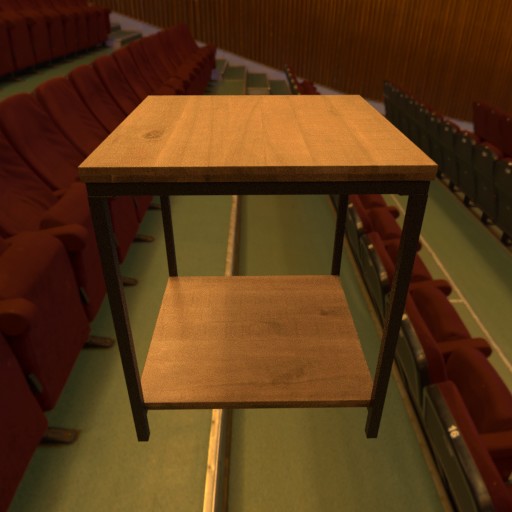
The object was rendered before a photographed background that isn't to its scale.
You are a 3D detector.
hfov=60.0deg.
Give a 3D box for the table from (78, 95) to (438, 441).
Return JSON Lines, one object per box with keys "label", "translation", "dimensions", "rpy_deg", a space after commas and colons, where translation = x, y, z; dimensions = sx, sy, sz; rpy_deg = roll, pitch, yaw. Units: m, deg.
{"label": "table", "translation": [0.000, 0.000, 0.986], "dimensions": [0.503, 0.589, 0.507], "rpy_deg": [0, 30, -1]}
